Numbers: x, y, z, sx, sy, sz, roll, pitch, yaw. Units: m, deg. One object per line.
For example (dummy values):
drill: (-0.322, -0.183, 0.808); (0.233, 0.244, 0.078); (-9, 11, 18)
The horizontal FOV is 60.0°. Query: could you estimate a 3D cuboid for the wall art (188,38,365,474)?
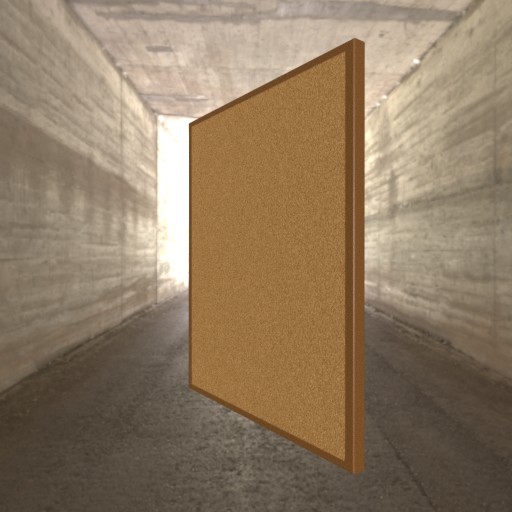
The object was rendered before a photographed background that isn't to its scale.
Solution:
wall art: (0.000, 0.000, 0.744); (0.021, 0.550, 0.449); (0, 0, -36)
